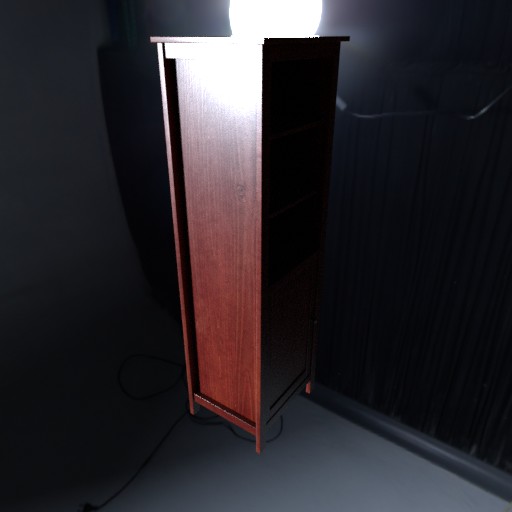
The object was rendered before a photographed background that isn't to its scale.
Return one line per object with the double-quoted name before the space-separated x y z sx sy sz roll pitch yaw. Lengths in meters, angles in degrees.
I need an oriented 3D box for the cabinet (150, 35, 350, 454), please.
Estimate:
"cabinet" 0.000 0.000 1.709 0.401 1.518 0.500 18 32 31
